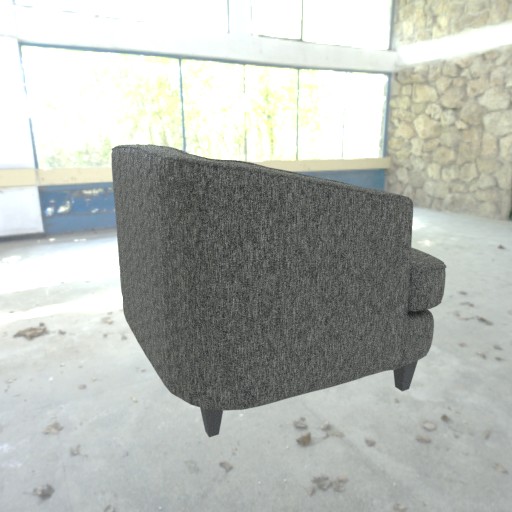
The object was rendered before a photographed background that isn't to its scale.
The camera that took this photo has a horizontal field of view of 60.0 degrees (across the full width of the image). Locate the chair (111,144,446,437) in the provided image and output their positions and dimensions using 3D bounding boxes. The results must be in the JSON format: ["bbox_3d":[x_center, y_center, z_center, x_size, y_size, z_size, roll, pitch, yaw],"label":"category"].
[{"bbox_3d":[0.000,0.000,1.735,0.941,0.852,1.104,-8,17,-26],"label":"chair"}]
